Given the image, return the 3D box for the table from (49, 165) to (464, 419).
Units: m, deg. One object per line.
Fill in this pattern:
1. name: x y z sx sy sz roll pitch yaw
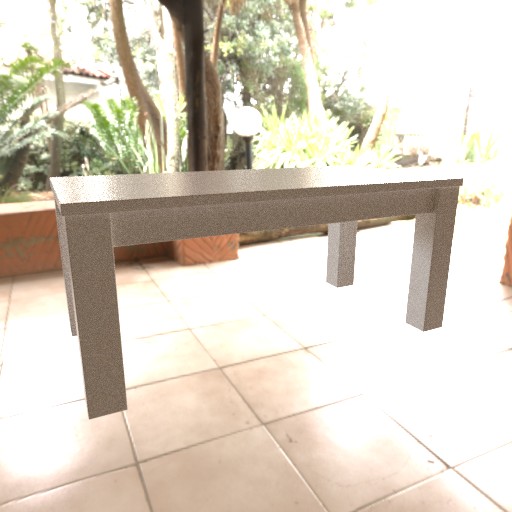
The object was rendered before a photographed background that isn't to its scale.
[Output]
1. table: 0.000 0.000 2.258 1.800 0.790 0.900 -8 18 -25
